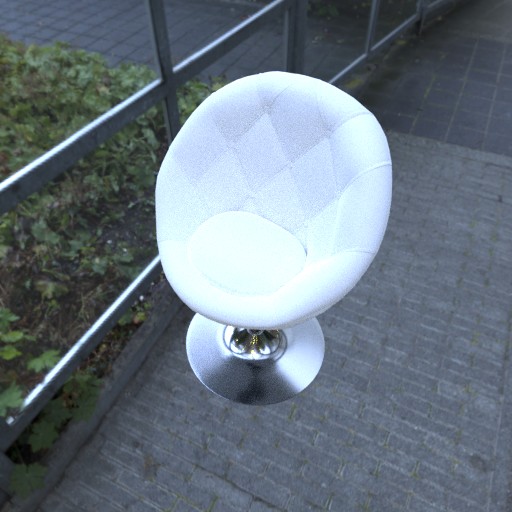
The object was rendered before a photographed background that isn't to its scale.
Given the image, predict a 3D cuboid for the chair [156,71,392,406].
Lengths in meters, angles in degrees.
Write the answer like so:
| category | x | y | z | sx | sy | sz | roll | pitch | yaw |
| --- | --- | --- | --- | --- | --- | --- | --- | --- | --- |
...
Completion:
| category | x | y | z | sx | sy | sz | roll | pitch | yaw |
| --- | --- | --- | --- | --- | --- | --- | --- | --- | --- |
| chair | 0.000 | 0.000 | 1.814 | 0.940 | 1.261 | 0.736 | 31 | 54 | 26 |
